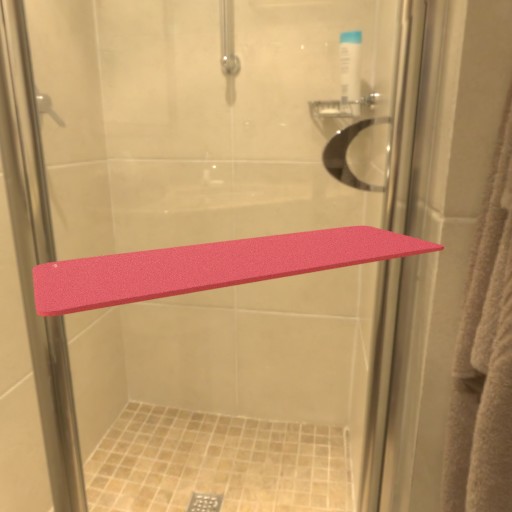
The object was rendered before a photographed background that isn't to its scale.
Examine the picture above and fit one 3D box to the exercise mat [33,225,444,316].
[{"bbox_3d":[0.000,0.000,2.082,1.884,0.021,0.616,-8,17,-27],"label":"exercise mat"}]
